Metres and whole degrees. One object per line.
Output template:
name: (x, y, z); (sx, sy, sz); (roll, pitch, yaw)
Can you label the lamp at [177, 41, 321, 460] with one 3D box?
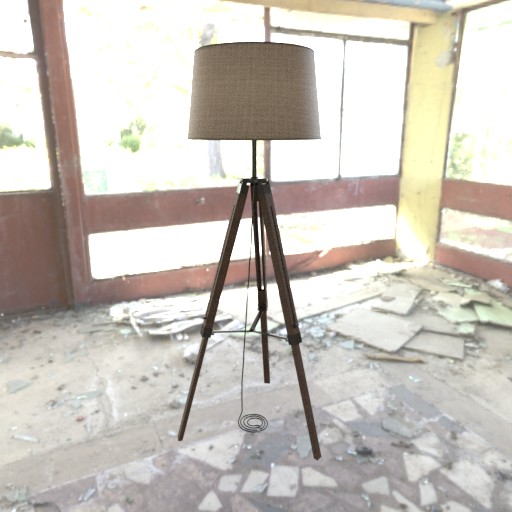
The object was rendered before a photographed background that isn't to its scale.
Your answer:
lamp: (0.000, 0.000, 1.809); (0.604, 1.510, 0.587); (3, 16, 10)
